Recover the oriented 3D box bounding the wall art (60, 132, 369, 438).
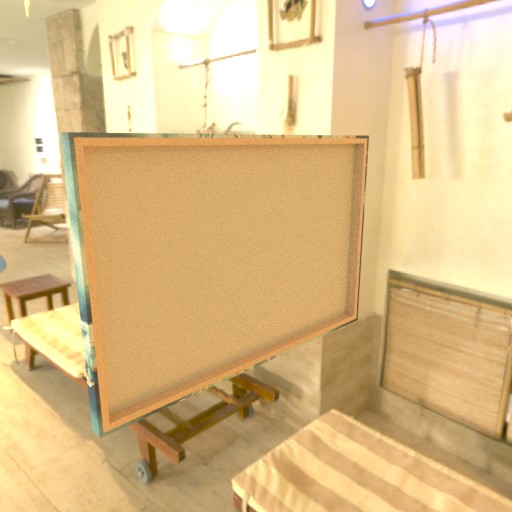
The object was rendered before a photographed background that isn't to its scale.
[{"bbox_3d":[0.000,0.000,1.150,0.912,0.608,0.038,-13,20,-41],"label":"wall art"}]
